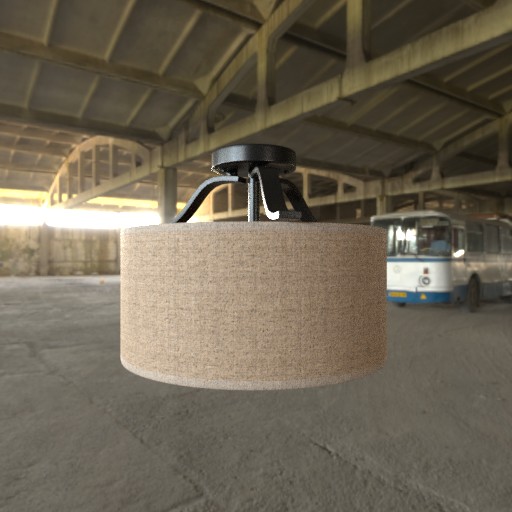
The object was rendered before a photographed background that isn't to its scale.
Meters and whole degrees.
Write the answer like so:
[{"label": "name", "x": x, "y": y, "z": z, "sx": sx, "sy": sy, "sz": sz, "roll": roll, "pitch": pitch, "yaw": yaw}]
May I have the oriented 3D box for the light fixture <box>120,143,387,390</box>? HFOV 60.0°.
[{"label": "light fixture", "x": 0.000, "y": 0.000, "z": 0.666, "sx": 0.390, "sy": 0.306, "sz": 0.390, "roll": 0, "pitch": 0, "yaw": 0}]
